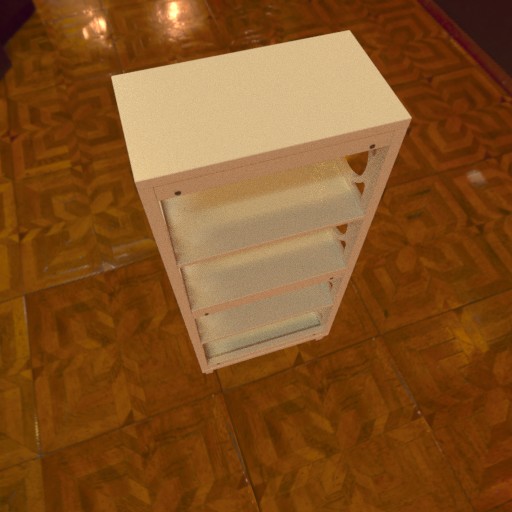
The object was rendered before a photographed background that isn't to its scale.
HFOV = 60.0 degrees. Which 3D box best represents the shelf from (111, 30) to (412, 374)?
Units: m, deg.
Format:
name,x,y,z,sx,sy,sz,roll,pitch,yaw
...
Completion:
name,x,y,z,sx,sy,sz,roll,pitch,yaw
shelf,0.000,0.000,1.611,0.611,1.411,0.340,-15,60,-9
